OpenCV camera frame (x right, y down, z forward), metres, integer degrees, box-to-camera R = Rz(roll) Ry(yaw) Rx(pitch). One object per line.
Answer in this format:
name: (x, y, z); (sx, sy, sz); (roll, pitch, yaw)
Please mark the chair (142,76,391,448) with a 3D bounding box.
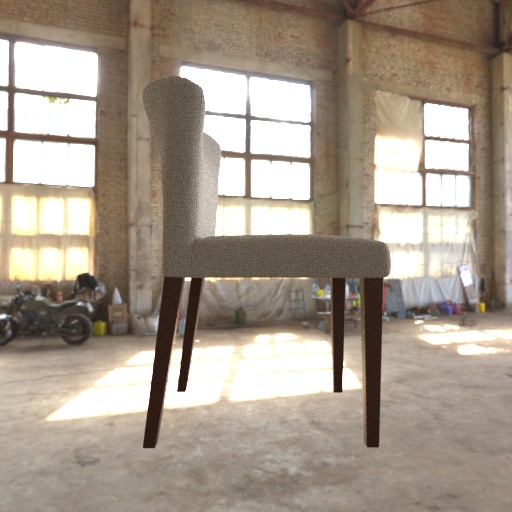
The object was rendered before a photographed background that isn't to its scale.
chair: (0.000, 0.000, 1.185); (0.589, 0.839, 0.491); (0, -1, 0)
